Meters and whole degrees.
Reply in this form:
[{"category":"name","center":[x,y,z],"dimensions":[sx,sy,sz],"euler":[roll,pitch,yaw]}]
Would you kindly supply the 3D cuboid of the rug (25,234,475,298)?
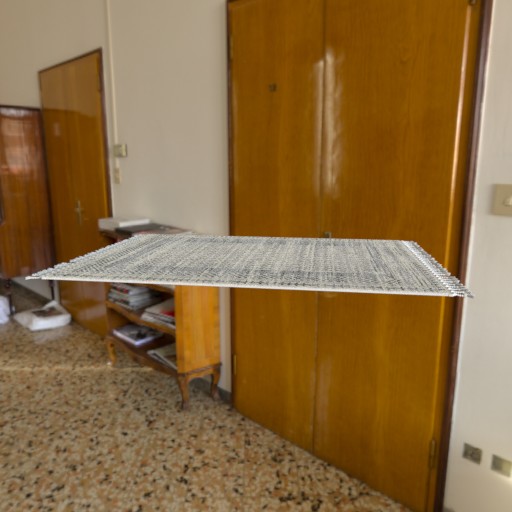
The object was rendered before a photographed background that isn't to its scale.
[{"category":"rug","center":[0.000,0.000,2.378],"dimensions":[1.872,0.013,1.243],"euler":[2,12,9]}]
